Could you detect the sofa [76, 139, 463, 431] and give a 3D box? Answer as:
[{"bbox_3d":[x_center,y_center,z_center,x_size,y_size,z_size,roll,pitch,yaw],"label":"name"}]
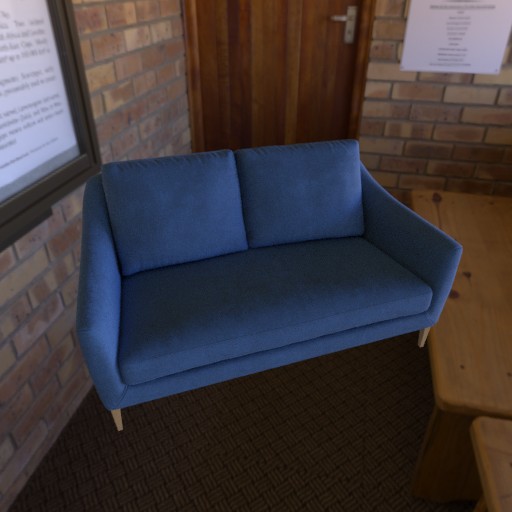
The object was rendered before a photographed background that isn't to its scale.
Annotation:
[{"bbox_3d":[0.000,0.000,2.161,1.619,0.902,0.960,-11,34,-16],"label":"sofa"}]
